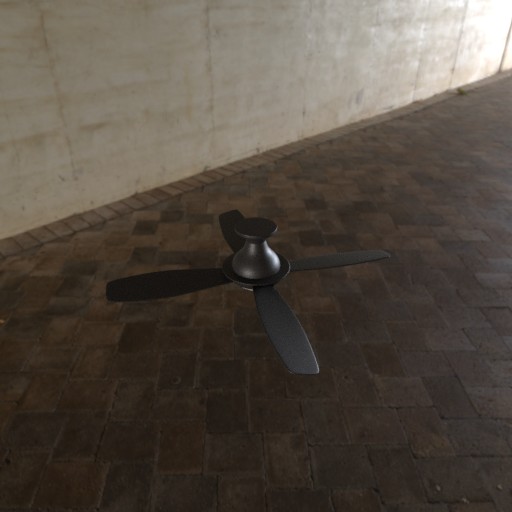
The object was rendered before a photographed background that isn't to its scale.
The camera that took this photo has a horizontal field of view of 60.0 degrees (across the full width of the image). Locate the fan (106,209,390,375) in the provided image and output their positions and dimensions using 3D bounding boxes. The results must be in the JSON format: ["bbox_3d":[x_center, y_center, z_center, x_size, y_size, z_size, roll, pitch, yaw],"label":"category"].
[{"bbox_3d":[0.000,0.000,2.551,1.694,0.382,1.694,-8,32,-12],"label":"fan"}]
